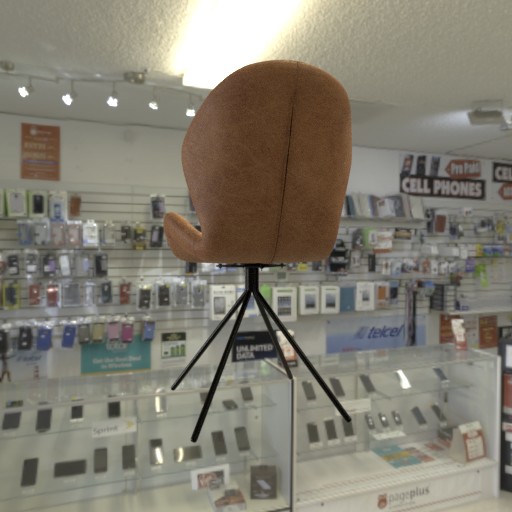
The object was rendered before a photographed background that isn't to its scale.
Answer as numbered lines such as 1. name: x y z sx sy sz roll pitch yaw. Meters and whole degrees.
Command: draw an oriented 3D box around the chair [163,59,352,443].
1. chair: 0.000 0.000 1.332 0.527 0.929 0.640 0 1 -17
